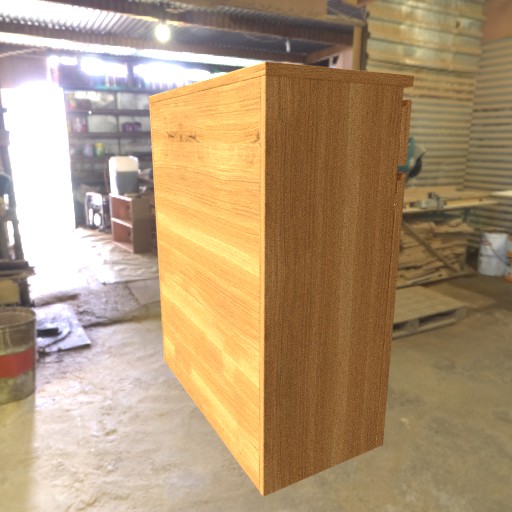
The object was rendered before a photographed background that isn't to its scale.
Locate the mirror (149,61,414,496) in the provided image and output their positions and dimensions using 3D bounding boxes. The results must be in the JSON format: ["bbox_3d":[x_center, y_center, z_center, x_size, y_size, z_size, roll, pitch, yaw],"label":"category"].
[{"bbox_3d":[0.000,0.000,1.402,0.400,1.000,0.800,-8,17,-28],"label":"mirror"}]
